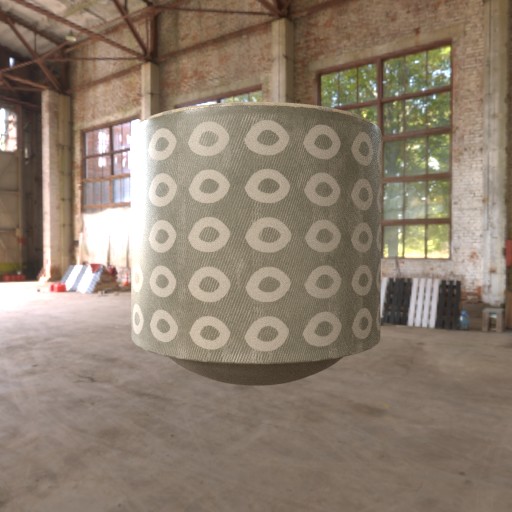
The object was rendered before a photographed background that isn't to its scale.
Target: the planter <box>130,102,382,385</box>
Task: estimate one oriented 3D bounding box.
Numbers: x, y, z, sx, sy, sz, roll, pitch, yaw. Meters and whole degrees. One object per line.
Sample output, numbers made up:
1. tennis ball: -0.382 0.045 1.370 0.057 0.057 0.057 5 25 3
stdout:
1. planter: 0.000 0.000 0.461 0.250 0.239 0.250 0 1 0
